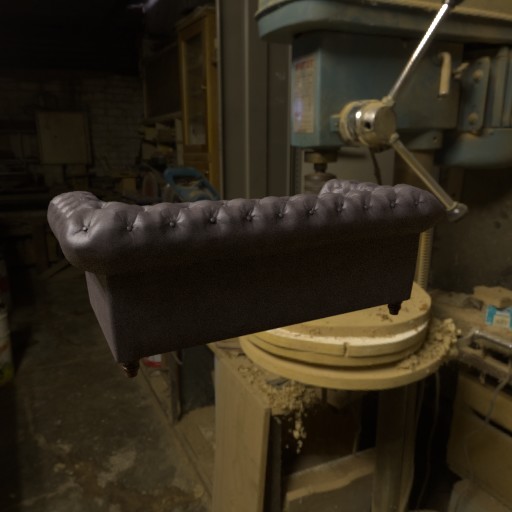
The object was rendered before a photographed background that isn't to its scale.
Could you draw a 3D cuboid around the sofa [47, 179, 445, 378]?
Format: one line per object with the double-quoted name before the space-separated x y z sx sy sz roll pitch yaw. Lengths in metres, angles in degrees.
"sofa" 0.000 0.000 2.496 2.048 0.779 0.944 -8 17 -26
